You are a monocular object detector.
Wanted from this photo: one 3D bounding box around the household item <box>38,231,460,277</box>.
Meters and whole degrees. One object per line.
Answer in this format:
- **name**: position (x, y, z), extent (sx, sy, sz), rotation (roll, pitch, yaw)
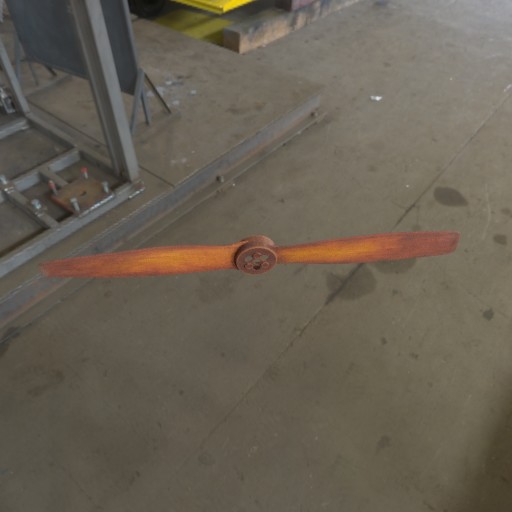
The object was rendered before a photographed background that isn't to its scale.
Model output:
- **household item**: position (0.000, 0.000, 1.248), extent (1.181, 0.121, 0.051), rotation (-4, 47, -4)
